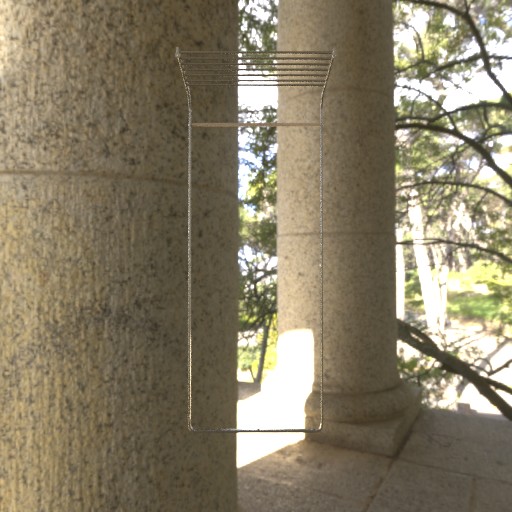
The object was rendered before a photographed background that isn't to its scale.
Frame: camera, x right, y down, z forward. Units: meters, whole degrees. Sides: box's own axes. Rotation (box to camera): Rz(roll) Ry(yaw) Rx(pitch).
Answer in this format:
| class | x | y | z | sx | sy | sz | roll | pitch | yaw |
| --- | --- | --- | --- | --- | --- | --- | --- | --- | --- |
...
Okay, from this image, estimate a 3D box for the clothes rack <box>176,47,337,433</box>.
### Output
| class | x | y | z | sx | sy | sz | roll | pitch | yaw |
| --- | --- | --- | --- | --- | --- | --- | --- | --- | --- |
| clothes rack | 0.000 | 0.000 | 1.836 | 0.609 | 1.574 | 0.349 | 0 | -1 | 0 |
